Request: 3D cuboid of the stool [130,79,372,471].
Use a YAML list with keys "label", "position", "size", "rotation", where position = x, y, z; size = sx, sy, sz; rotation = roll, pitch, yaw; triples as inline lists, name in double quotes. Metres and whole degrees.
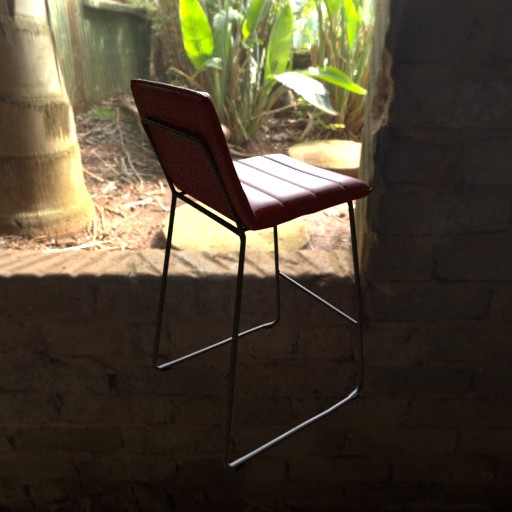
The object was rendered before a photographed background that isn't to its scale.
- label: "stool"
  position: [0.000, 0.000, 1.250]
  size: [0.524, 0.937, 0.489]
  rotation: [-17, 31, -30]
